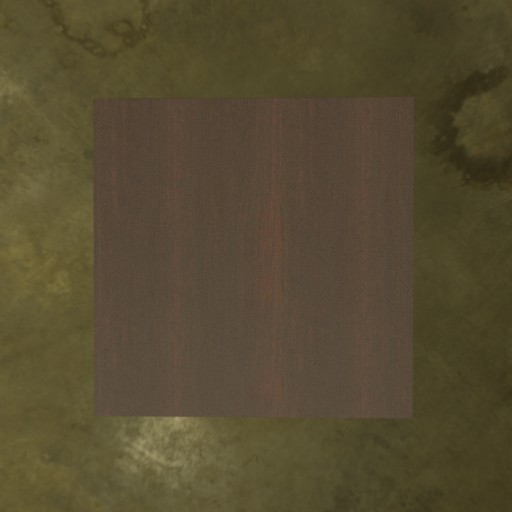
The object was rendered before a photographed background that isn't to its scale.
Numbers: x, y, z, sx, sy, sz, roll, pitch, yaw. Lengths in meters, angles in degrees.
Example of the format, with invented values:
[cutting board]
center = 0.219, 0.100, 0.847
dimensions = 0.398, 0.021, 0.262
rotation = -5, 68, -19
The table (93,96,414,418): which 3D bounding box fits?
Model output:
[table]
center = 0.000, 0.000, 0.965
dimensions = 0.495, 0.559, 0.495
rotation = 0, 91, 1
